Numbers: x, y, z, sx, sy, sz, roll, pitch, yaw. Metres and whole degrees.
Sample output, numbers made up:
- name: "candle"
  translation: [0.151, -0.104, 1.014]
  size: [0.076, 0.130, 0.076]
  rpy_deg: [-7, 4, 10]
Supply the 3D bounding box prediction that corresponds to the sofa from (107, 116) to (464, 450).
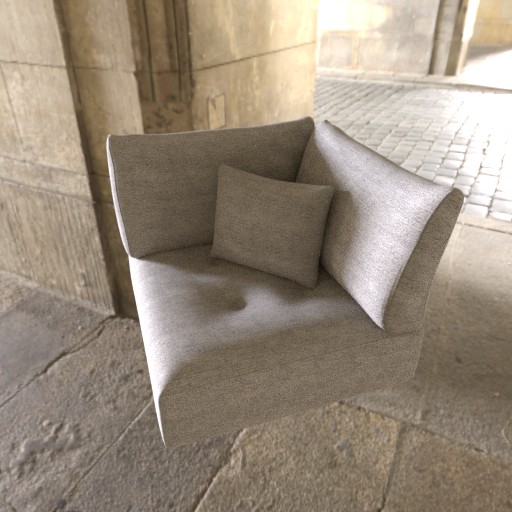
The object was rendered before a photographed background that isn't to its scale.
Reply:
- name: "sofa"
  translation: [0.000, 0.000, 1.767]
  size: [1.000, 0.820, 1.000]
  rpy_deg: [-10, 32, -16]
